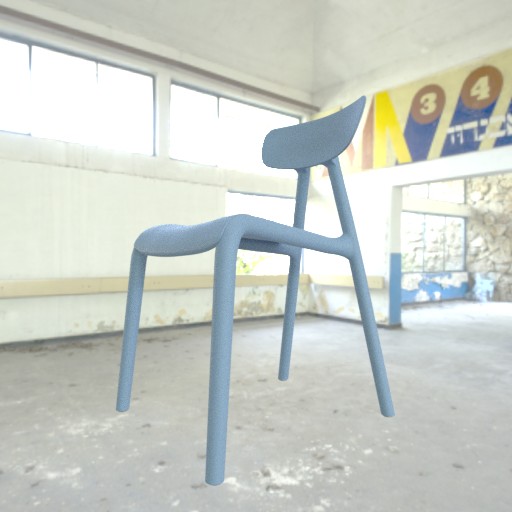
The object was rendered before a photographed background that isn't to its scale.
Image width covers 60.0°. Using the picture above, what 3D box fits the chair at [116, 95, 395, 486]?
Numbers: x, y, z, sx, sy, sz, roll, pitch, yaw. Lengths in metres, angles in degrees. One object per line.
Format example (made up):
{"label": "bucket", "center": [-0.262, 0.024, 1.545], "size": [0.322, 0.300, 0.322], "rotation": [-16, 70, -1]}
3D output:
{"label": "chair", "center": [0.000, 0.000, 0.811], "size": [0.401, 0.580, 0.356], "rotation": [0, 0, -37]}
